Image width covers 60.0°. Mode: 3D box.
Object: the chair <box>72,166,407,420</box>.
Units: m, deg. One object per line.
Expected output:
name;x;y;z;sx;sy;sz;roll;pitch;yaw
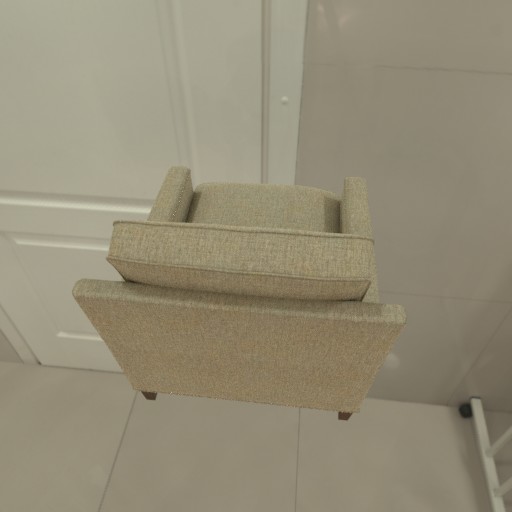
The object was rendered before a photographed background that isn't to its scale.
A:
chair;0.000;0.000;1.680;0.853;0.943;1.014;4;46;4
